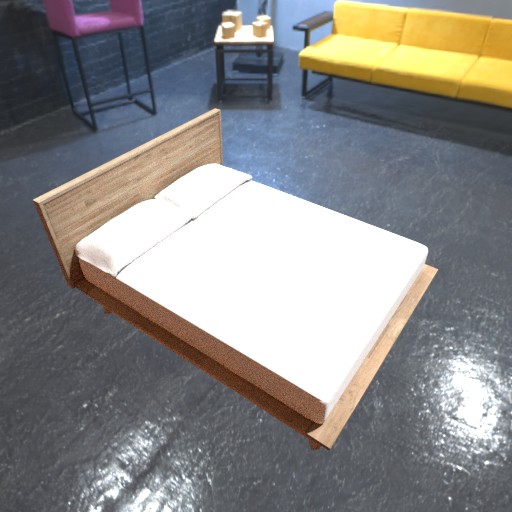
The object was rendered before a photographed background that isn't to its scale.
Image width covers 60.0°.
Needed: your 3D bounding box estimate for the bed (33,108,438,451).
[{"bbox_3d":[0.000,0.000,3.153,2.145,1.071,1.759,25,46,26],"label":"bed"}]
